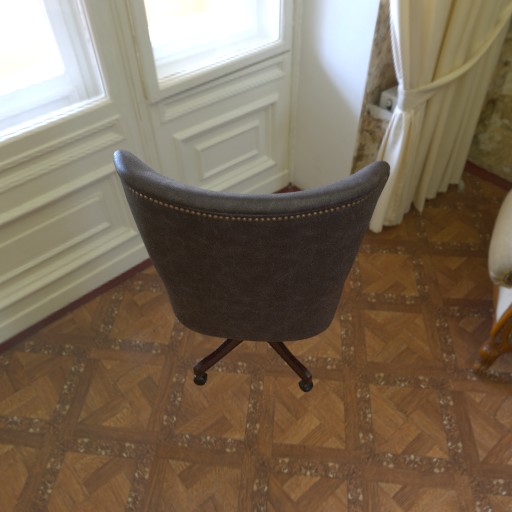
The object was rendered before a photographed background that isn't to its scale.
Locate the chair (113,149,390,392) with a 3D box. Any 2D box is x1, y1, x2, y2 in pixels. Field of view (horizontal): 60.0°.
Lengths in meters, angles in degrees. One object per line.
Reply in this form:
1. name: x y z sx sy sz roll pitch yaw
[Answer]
1. chair: 0.000 0.000 1.419 0.594 1.037 0.717 3 47 3
